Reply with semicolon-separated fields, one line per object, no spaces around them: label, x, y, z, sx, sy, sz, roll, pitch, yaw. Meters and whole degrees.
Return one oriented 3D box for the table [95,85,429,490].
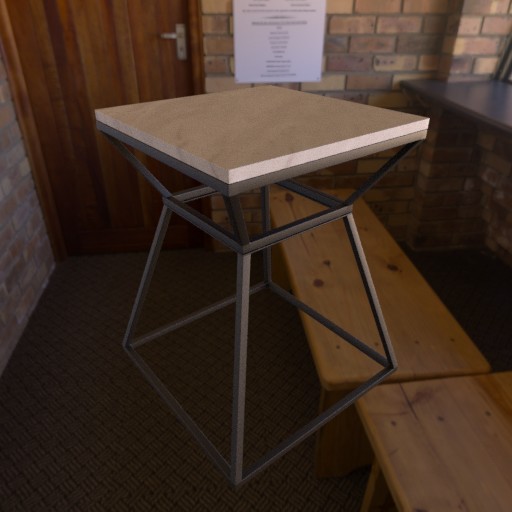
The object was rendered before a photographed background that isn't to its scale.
table;0.000;0.000;0.892;0.455;0.559;0.455;-22;37;-33
